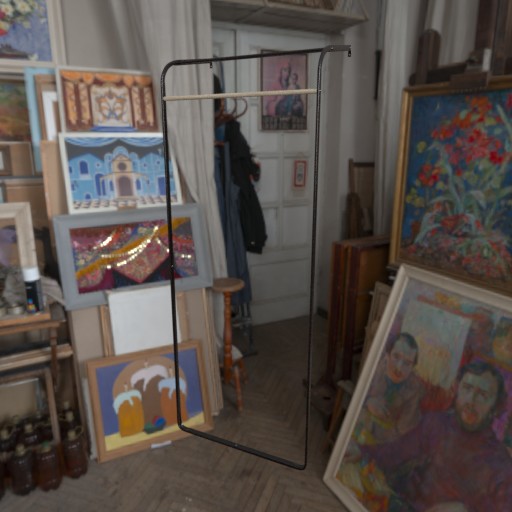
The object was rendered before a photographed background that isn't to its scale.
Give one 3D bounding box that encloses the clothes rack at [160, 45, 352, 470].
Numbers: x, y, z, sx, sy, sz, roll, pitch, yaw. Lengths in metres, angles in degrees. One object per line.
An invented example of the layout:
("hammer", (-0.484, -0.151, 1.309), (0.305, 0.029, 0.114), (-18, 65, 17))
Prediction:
("clothes rack", (0.000, 0.000, 1.787), (0.609, 1.574, 0.349), (7, 16, 25))
